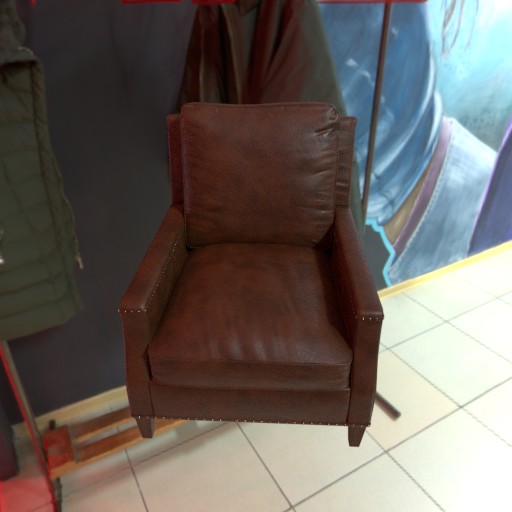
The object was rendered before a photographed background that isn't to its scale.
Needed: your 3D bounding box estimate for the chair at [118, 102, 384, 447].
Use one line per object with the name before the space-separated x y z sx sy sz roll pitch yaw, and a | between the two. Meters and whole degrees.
chair | 0.000 0.000 1.782 0.854 1.054 1.035 1 29 2
